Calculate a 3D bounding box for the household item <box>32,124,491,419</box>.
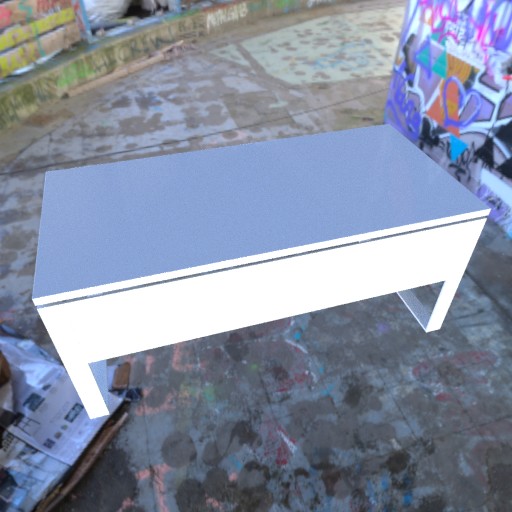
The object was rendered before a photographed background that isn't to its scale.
[{"bbox_3d":[0.000,0.000,2.102,1.700,0.745,0.800,-11,43,-12],"label":"household item"}]
